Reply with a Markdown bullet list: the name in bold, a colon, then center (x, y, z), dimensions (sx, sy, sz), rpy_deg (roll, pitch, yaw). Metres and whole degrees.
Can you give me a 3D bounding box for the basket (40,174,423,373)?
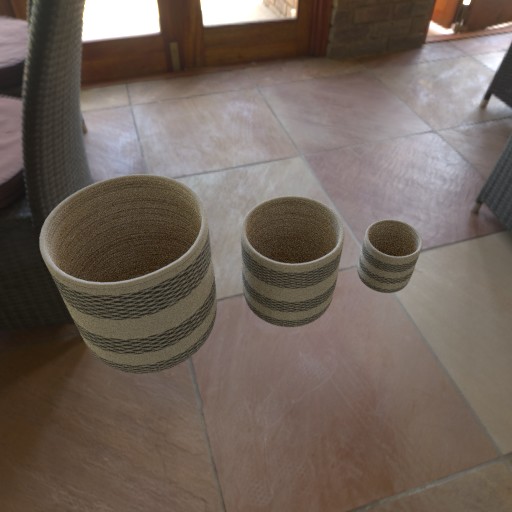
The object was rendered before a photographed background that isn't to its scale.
- **basket**: center (0.000, 0.000, 1.108), dimensions (0.917, 0.356, 0.351), rpy_deg (-10, 47, -10)
